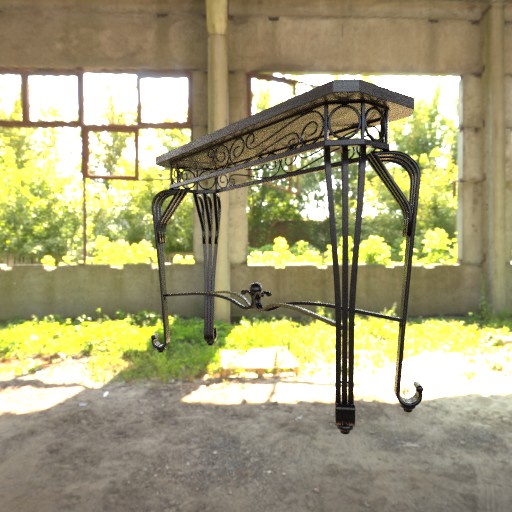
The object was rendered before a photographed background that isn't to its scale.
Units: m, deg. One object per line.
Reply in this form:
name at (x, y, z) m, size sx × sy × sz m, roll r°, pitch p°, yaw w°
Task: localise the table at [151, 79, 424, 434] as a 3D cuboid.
table at (0.000, 0.000, 1.491) m, size 0.329 × 0.800 × 1.112 m, roll 0°, pitch 0°, yaw -36°
